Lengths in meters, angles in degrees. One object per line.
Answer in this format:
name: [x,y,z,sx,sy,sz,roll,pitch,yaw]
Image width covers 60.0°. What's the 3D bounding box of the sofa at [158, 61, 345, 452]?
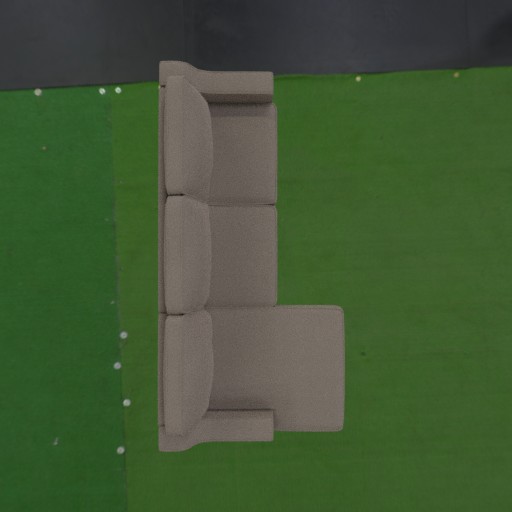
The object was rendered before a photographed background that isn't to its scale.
sofa: [0.000,0.000,3.181,1.294,0.928,2.561,0,90,0]
